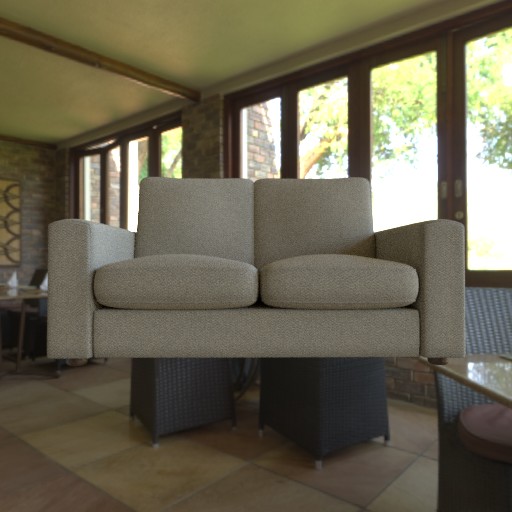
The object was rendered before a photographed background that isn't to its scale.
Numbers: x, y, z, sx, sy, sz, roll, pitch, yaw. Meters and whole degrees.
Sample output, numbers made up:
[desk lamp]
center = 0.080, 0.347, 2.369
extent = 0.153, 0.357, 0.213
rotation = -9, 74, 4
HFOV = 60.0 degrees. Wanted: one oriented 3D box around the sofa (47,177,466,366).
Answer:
[sofa]
center = 0.000, 0.000, 2.164
extent = 1.616, 0.873, 1.016
rotation = 0, -1, -1
